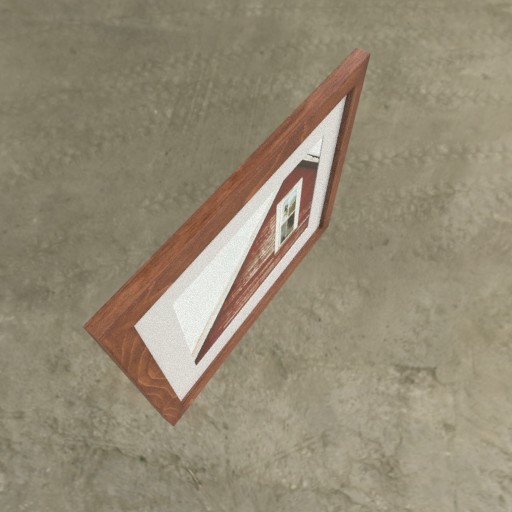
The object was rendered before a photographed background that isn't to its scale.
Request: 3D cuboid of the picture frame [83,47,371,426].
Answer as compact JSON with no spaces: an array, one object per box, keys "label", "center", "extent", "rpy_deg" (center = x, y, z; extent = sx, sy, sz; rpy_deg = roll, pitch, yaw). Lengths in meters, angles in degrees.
[{"label":"picture frame","center":[0.000,0.000,0.752],"extent":[0.025,0.457,0.559],"rpy_deg":[32,64,18]}]
